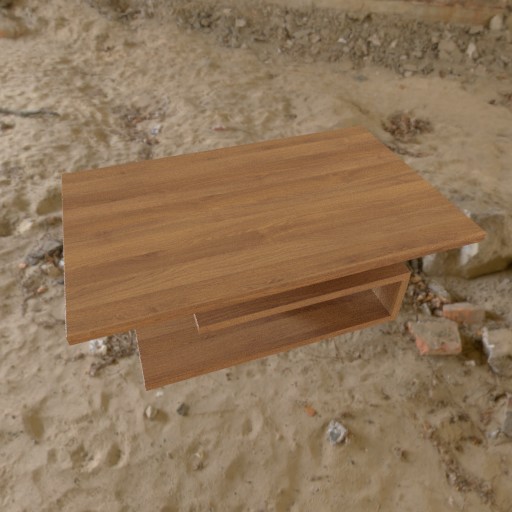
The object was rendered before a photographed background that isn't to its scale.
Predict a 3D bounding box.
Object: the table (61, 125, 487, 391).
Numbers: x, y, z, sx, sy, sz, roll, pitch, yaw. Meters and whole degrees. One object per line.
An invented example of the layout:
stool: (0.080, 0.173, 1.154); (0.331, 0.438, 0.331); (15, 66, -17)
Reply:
table: (0.000, 0.000, 1.476); (1.100, 0.442, 0.700); (-13, 43, -14)
